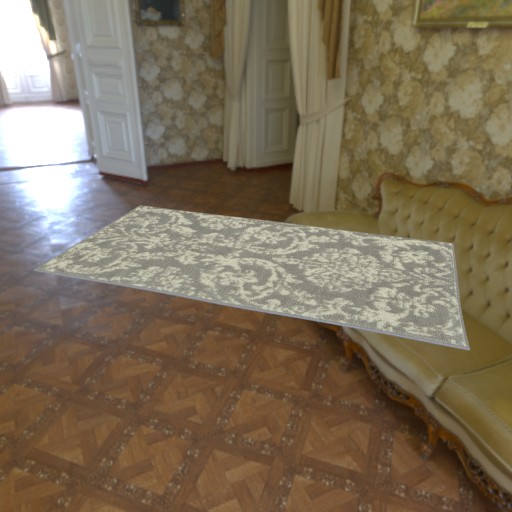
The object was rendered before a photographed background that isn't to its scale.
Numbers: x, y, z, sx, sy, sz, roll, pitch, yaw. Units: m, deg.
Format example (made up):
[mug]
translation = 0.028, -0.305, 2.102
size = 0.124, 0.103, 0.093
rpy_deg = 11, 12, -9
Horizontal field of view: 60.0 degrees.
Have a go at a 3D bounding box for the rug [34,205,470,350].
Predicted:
[rug]
translation = 0.000, 0.000, 1.425
size = 1.219, 0.007, 0.604
rpy_deg = 8, 27, 16
